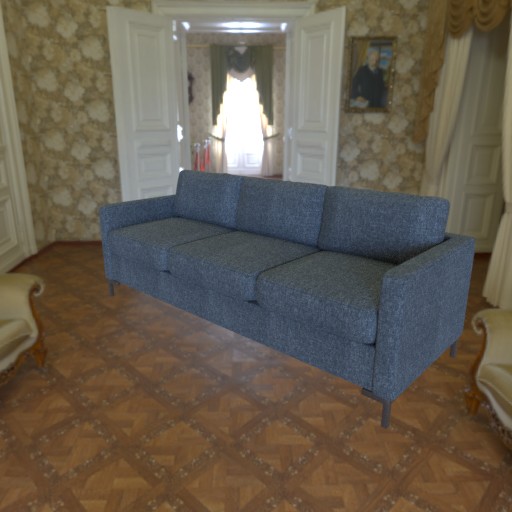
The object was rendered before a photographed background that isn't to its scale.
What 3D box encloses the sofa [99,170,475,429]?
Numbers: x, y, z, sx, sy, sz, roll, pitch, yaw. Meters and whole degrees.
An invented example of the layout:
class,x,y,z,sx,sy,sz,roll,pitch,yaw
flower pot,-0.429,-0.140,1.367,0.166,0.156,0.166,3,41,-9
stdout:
class,x,y,z,sx,sy,sz,roll,pitch,yaw
sofa,0.000,0.000,2.687,2.218,0.874,0.859,15,22,40
